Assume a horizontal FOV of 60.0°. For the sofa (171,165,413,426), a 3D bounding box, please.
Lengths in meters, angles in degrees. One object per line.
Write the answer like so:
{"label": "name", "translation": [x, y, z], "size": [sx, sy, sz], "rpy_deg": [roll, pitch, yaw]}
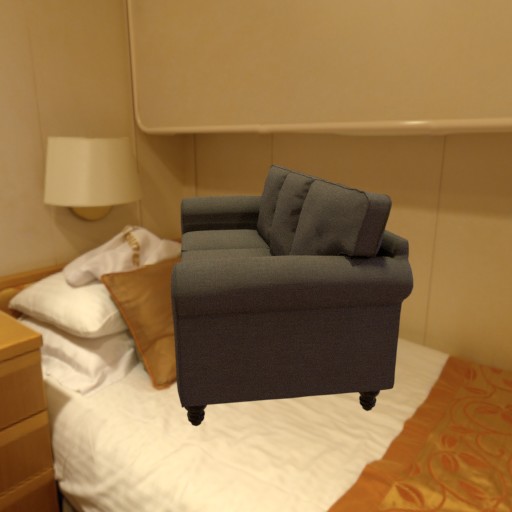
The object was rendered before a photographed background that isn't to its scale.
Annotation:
{"label": "sofa", "translation": [0.000, 0.000, 2.622], "size": [0.909, 0.966, 2.084], "rpy_deg": [-2, 15, -8]}
